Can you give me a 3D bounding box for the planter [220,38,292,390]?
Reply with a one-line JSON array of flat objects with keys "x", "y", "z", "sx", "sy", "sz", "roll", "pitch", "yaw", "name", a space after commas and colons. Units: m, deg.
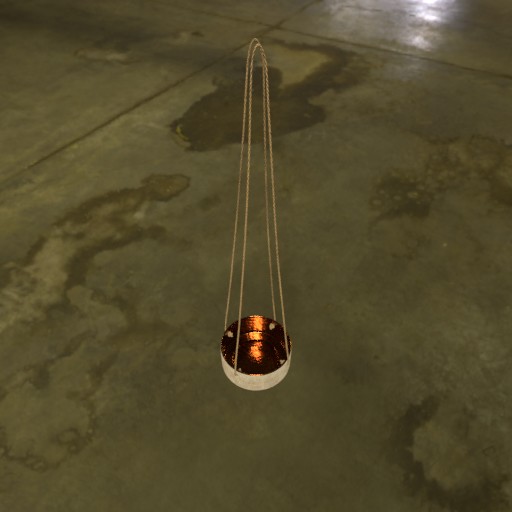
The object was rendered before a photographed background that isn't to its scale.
[{"x": 0.000, "y": 0.000, "z": 1.109, "sx": 0.223, "sy": 1.030, "sz": 0.223, "roll": -9, "pitch": 46, "yaw": -9, "name": "planter"}]
